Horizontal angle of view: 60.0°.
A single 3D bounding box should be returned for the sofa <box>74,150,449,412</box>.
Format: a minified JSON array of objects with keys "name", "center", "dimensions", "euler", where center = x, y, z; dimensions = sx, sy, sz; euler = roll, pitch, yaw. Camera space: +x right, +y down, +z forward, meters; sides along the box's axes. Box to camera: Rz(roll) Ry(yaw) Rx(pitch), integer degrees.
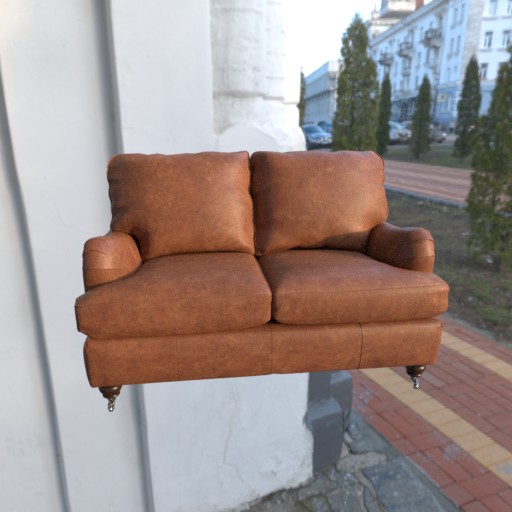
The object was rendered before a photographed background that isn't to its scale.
[{"name":"sofa","center":[0.000,0.000,2.213],"dimensions":[1.527,1.004,1.077],"euler":[-2,17,-7]}]
